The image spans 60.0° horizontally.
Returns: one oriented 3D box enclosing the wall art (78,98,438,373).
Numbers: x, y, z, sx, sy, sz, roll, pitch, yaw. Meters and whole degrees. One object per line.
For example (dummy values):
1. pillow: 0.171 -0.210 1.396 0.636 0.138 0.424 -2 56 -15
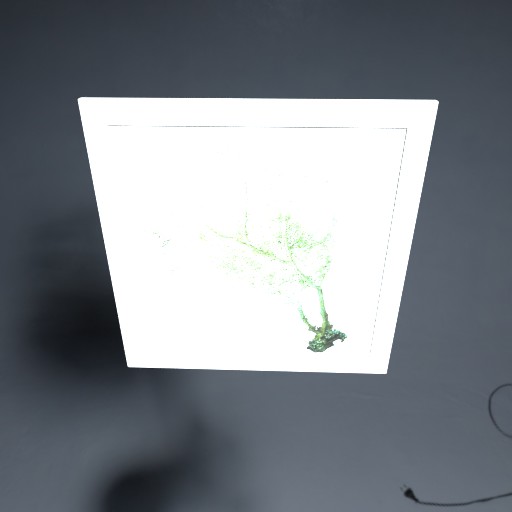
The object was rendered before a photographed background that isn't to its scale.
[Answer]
1. wall art: 0.000 0.000 0.869 0.584 0.584 0.013 1 29 2
